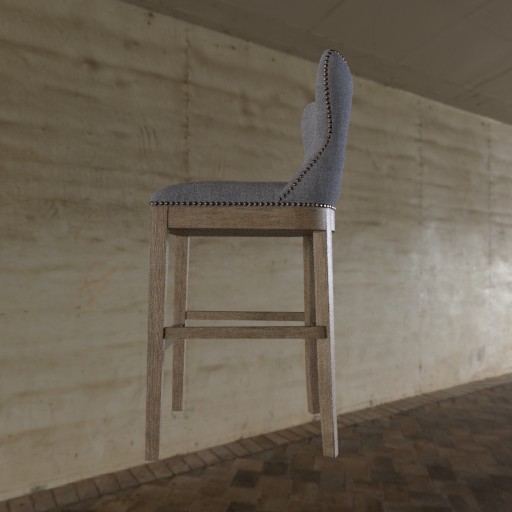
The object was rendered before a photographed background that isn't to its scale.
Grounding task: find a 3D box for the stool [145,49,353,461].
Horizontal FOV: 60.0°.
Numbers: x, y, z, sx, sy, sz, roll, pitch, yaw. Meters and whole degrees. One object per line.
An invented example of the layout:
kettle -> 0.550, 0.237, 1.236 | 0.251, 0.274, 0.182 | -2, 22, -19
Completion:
stool -> 0.000, 0.000, 1.421 | 0.606, 1.123, 0.494 | 0, -1, 0
